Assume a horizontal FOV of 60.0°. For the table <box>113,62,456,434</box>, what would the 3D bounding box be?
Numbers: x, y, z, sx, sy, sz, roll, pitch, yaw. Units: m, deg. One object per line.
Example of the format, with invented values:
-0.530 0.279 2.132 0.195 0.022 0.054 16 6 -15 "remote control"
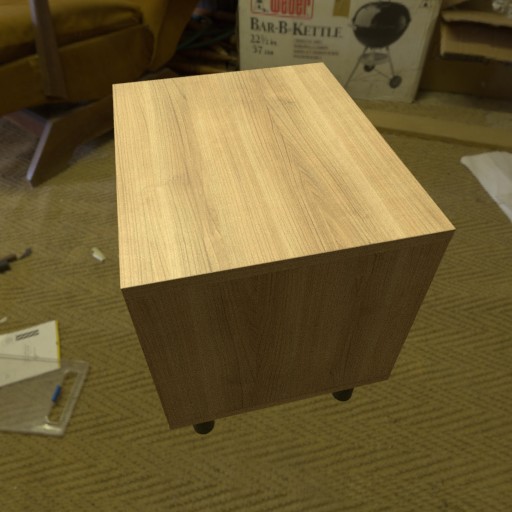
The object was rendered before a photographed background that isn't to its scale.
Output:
0.000 0.000 0.780 0.380 0.460 0.445 -10 48 -9 "table"
